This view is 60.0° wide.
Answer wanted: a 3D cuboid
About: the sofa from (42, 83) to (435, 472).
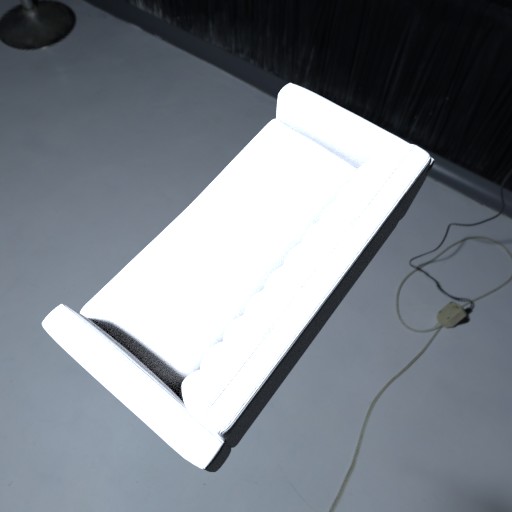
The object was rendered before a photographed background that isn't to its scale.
[{"bbox_3d":[0.000,0.000,2.337,0.969,0.814,1.895,34,68,16],"label":"sofa"}]
